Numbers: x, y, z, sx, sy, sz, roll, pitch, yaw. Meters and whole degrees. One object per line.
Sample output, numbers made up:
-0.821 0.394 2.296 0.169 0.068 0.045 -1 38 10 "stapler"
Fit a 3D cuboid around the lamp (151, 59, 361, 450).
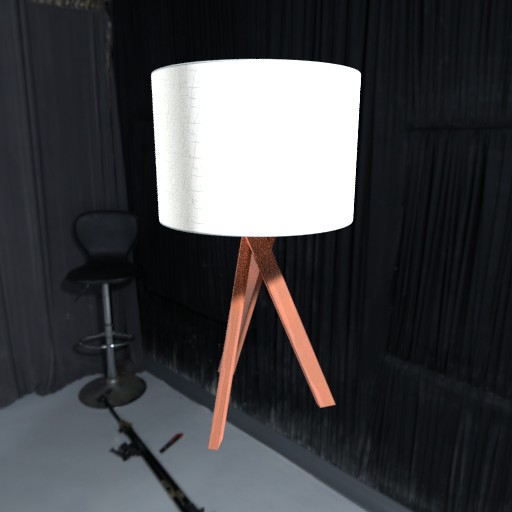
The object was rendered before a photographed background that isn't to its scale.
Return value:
0.000 0.000 0.910 0.380 0.686 0.380 14 20 43 "lamp"
